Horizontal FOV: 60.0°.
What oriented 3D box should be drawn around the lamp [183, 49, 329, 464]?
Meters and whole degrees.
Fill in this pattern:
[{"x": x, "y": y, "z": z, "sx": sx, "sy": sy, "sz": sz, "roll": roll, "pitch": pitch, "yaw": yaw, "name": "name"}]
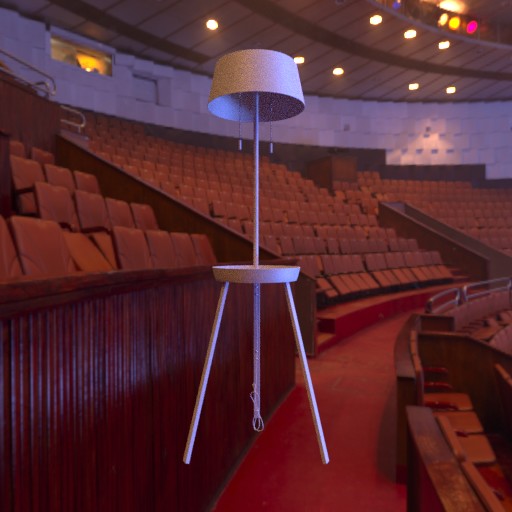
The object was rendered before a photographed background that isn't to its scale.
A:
[{"x": 0.000, "y": 0.000, "z": 1.717, "sx": 0.508, "sy": 1.429, "sz": 0.468, "roll": 0, "pitch": 1, "yaw": 0, "name": "lamp"}]
